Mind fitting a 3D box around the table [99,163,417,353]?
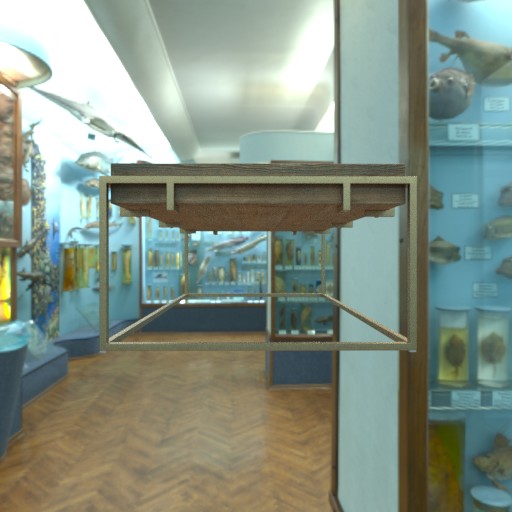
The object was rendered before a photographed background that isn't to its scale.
[{"bbox_3d":[0.000,0.000,1.773,0.775,0.468,1.387,0,0,-1],"label":"table"}]
